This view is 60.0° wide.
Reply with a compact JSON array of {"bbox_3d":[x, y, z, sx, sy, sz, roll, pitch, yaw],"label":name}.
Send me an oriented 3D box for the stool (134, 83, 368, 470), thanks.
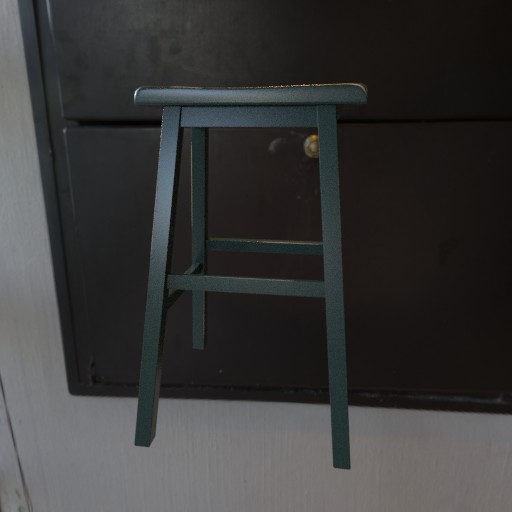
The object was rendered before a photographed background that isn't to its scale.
[{"bbox_3d":[0.000,0.000,1.045,0.457,0.737,0.476,2,16,8],"label":"stool"}]
